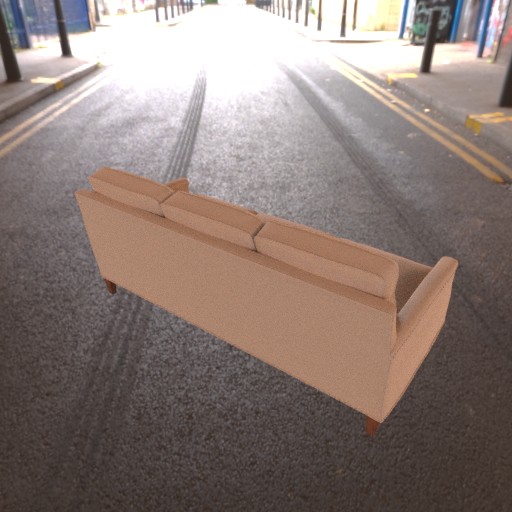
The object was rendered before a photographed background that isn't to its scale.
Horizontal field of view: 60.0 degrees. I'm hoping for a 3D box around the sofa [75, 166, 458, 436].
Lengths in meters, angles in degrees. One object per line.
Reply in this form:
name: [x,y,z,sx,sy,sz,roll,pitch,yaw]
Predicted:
sofa: [0.000,0.000,2.868,2.246,1.003,1.084,21,36,31]
